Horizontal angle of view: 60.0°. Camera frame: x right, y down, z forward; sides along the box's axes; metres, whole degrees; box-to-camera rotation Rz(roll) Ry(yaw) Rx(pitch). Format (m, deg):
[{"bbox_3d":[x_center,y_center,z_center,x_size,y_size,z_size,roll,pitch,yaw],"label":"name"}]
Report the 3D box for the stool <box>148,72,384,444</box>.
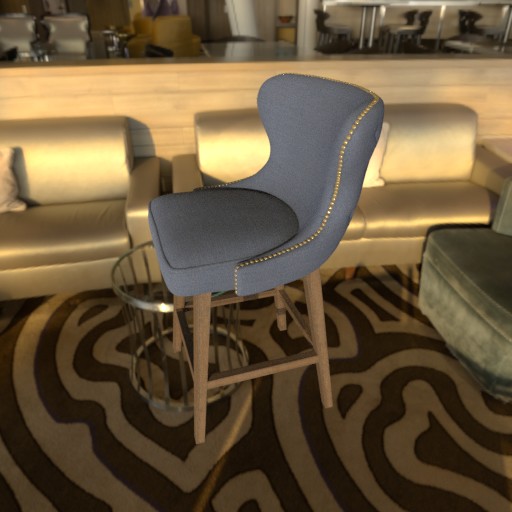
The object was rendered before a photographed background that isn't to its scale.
[{"bbox_3d":[0.000,0.000,1.356,0.597,0.972,0.615,-9,31,-16],"label":"stool"}]
